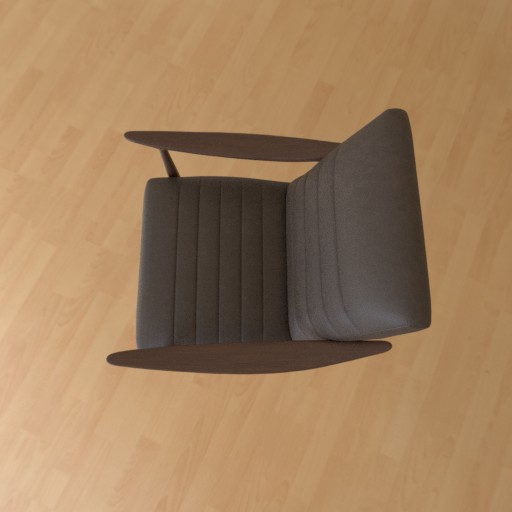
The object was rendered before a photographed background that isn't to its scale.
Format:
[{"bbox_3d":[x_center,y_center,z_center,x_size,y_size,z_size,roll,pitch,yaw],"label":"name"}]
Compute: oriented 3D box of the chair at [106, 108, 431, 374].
[{"bbox_3d":[0.000,0.000,1.437,0.798,0.831,0.741,0,75,0],"label":"chair"}]
